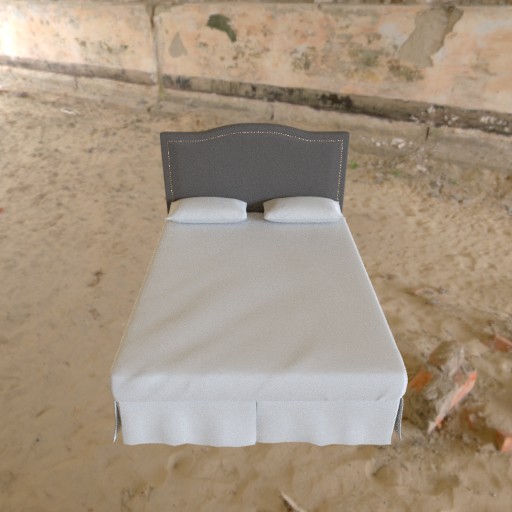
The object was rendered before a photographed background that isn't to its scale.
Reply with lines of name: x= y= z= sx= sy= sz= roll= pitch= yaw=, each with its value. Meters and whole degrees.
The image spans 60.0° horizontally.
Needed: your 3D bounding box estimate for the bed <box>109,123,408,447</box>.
bed: x=0.000 y=0.000 z=3.366 sx=1.821 sy=1.436 sz=2.282 roll=0 pitch=31 yaw=0
